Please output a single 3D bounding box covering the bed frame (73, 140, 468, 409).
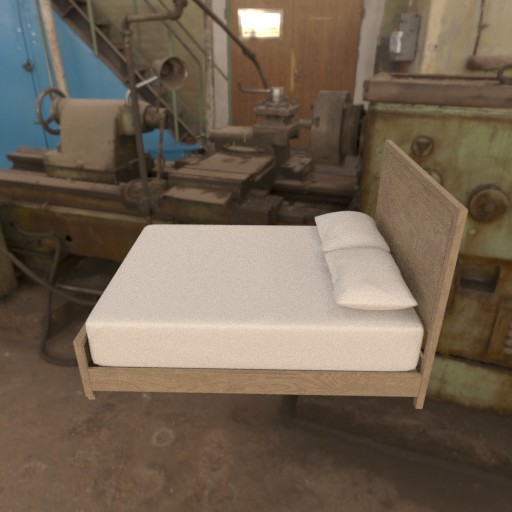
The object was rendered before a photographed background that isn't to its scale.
[{"bbox_3d":[0.000,0.000,3.292,2.189,1.369,1.606,1,27,1],"label":"bed frame"}]
